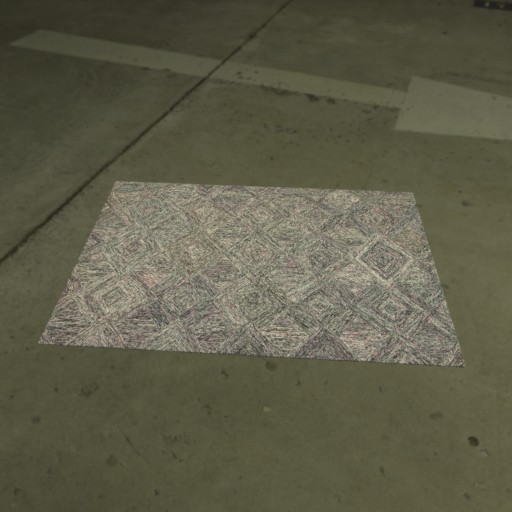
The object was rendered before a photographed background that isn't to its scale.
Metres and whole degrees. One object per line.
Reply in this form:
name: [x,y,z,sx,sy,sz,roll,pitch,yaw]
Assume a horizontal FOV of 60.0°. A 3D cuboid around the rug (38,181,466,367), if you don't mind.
rug: [0.000,0.000,2.902,2.298,0.017,1.501,3,45,3]
